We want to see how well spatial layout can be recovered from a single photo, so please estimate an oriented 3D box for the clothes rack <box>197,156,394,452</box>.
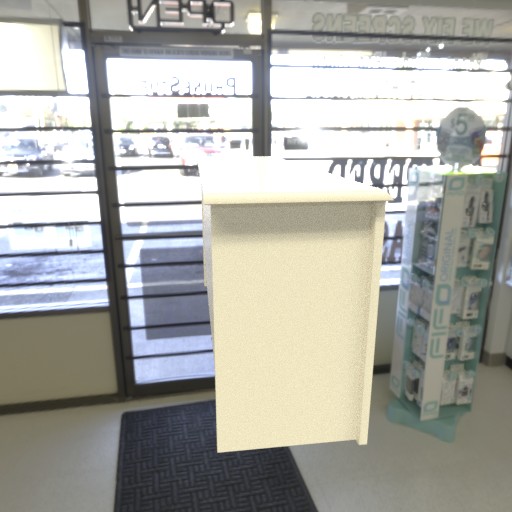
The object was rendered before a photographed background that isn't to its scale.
[{"bbox_3d":[0.000,0.000,1.344,0.324,0.531,1.120,-2,16,-8],"label":"clothes rack"}]
